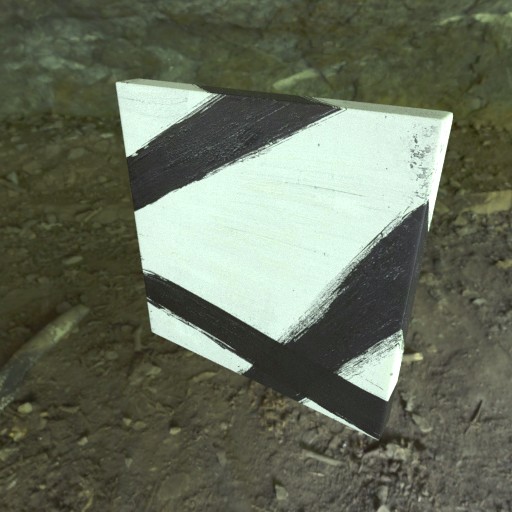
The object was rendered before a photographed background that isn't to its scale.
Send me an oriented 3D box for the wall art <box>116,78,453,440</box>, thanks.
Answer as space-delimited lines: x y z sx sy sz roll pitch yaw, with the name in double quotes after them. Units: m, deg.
0.000 0.000 0.729 0.507 0.508 0.050 18 34 29 "wall art"
